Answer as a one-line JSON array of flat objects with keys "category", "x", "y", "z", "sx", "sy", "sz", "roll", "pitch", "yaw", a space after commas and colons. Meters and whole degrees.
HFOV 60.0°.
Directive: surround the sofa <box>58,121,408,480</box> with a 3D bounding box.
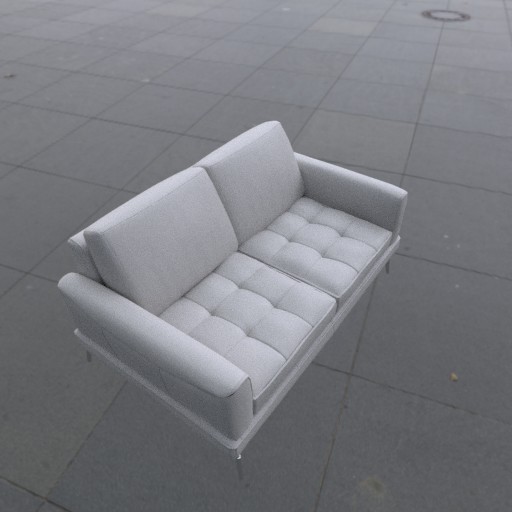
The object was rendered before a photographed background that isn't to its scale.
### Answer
[{"category": "sofa", "x": 0.000, "y": 0.000, "z": 2.508, "sx": 1.121, "sy": 0.930, "sz": 1.819, "roll": 26, "pitch": 47, "yaw": 27}]
